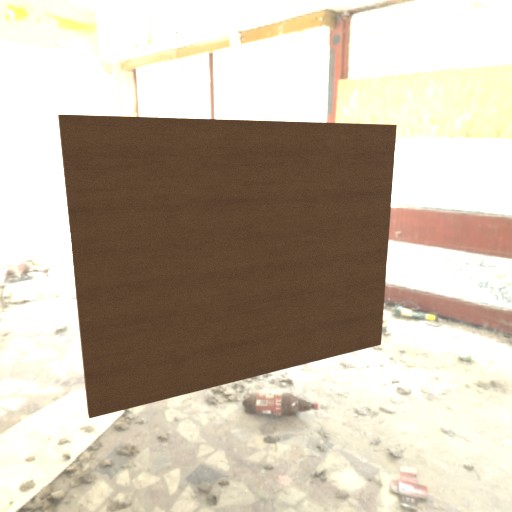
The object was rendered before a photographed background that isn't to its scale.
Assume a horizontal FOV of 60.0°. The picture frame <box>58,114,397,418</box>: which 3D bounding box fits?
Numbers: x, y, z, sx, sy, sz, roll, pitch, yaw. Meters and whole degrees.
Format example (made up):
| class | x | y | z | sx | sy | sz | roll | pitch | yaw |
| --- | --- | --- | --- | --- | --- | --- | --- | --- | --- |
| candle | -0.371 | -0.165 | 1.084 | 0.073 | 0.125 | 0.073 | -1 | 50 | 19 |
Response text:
| class | x | y | z | sx | sy | sz | roll | pitch | yaw |
| --- | --- | --- | --- | --- | --- | --- | --- | --- | --- |
| picture frame | 0.000 | 0.000 | 1.740 | 1.329 | 1.018 | 0.045 | -7 | 15 | -26 |
